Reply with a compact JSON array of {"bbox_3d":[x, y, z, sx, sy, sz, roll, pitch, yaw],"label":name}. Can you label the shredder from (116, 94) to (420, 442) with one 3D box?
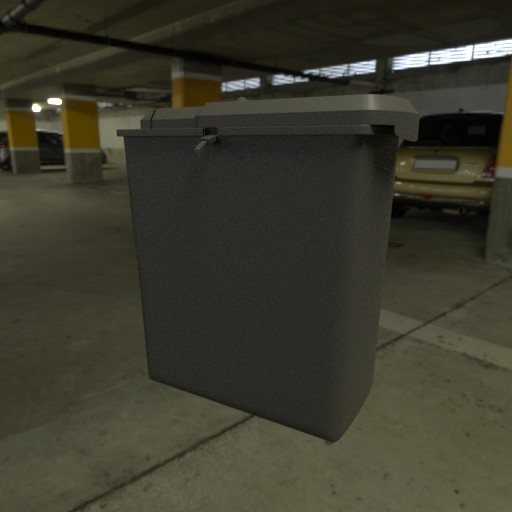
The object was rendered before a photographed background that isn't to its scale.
[{"bbox_3d":[0.000,0.000,0.502,0.320,0.335,0.170,8,17,29],"label":"shredder"}]
